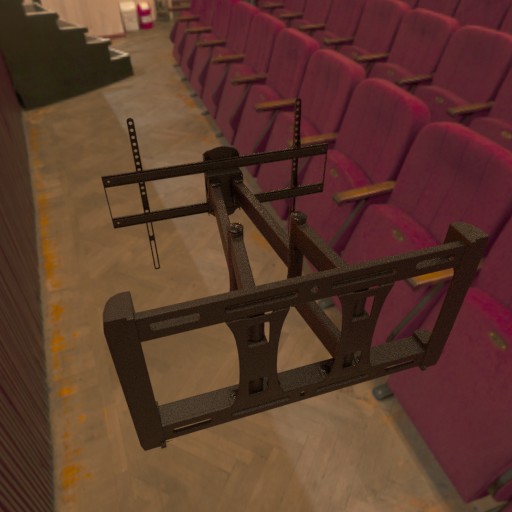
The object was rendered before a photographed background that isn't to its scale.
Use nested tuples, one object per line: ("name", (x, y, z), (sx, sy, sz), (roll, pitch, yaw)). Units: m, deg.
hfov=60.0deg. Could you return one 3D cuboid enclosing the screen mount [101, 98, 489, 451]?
("screen mount", (0.000, 0.000, 1.062), (0.661, 0.491, 0.644), (-12, 41, -14))
